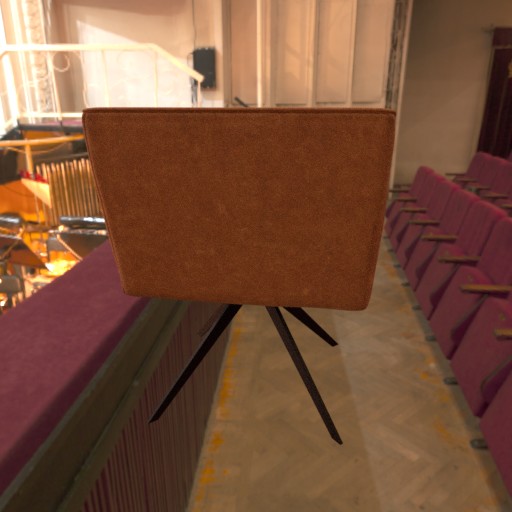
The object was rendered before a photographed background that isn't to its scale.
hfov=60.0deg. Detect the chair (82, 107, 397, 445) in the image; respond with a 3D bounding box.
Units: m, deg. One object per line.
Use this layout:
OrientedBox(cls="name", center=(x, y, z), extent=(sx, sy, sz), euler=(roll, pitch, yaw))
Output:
OrientedBox(cls="chair", center=(0.000, 0.000, 1.189), extent=(0.588, 0.760, 0.625), euler=(3, 19, 8))
